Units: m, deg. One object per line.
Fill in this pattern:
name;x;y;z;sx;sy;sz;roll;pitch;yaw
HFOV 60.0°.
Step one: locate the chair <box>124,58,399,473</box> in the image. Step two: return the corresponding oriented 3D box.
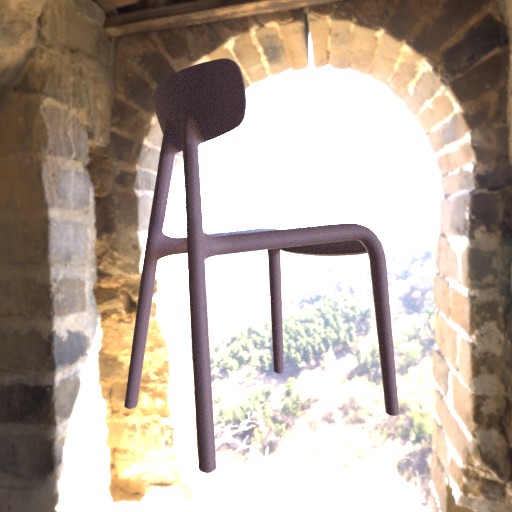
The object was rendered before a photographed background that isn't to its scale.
chair;0.000;0.000;0.832;0.401;0.580;0.356;-1;1;-36
